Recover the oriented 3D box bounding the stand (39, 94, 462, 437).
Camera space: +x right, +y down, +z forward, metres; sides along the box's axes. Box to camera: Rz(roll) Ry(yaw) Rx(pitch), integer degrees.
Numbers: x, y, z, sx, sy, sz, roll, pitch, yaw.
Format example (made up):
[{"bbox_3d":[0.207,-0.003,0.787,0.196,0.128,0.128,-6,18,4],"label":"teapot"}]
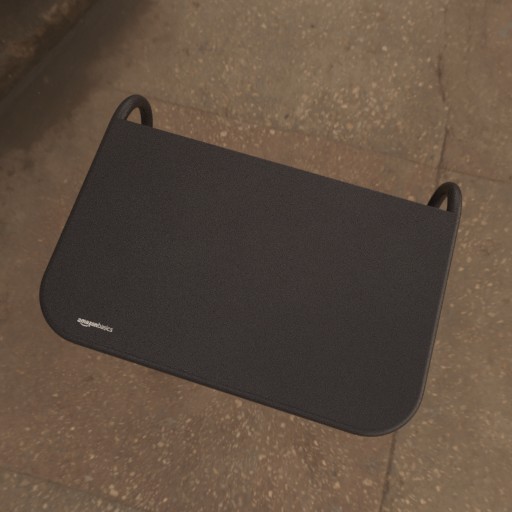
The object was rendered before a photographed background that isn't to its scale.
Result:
[{"bbox_3d":[0.000,0.000,0.476,0.370,0.108,0.280,17,77,4],"label":"stand"}]
